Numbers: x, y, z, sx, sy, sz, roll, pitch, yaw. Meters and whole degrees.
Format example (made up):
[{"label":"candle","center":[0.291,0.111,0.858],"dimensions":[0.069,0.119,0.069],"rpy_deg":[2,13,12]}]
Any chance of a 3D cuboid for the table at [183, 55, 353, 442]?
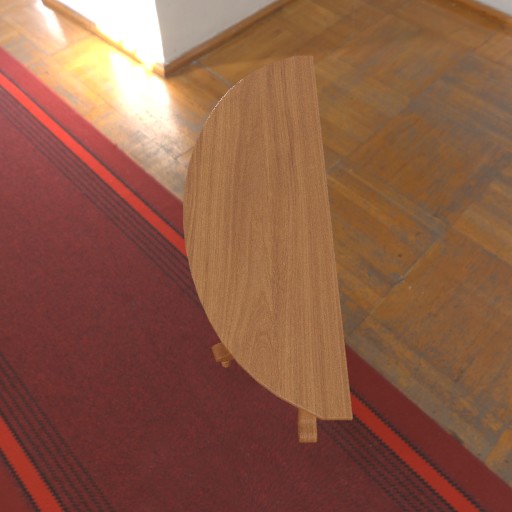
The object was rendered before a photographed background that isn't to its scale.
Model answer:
[{"label":"table","center":[0.000,0.000,1.513],"dimensions":[0.394,0.692,1.198],"rpy_deg":[0,59,0]}]
